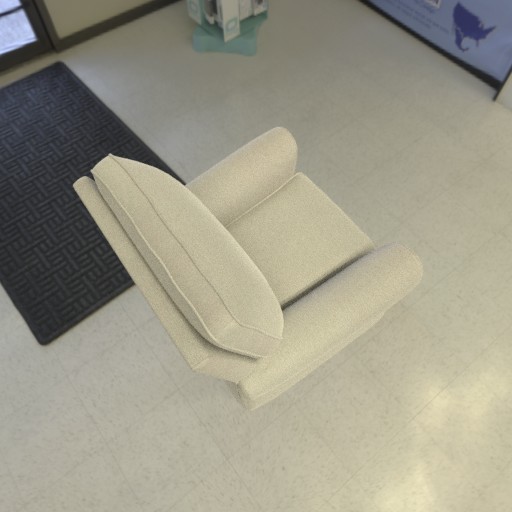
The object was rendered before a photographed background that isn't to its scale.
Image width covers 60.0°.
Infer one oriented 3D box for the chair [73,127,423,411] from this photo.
[{"bbox_3d":[0.000,0.000,1.660,0.878,0.960,0.890,-32,64,-17],"label":"chair"}]
